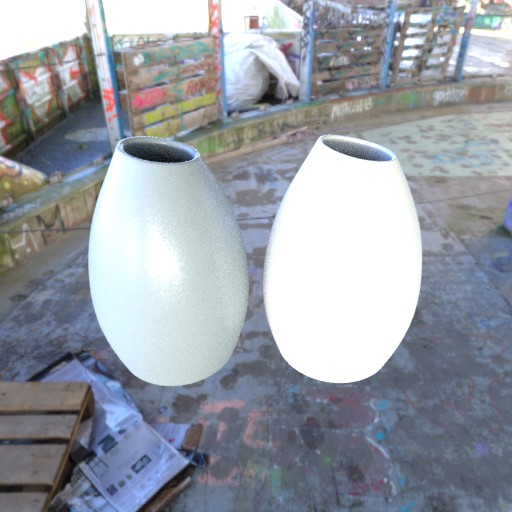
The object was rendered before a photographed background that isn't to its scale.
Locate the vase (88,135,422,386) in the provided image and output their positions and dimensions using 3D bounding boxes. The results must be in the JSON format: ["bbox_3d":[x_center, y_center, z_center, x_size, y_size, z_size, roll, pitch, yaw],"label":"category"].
[{"bbox_3d":[0.000,0.000,0.250,0.187,0.131,0.089,-1,32,-1],"label":"vase"}]
